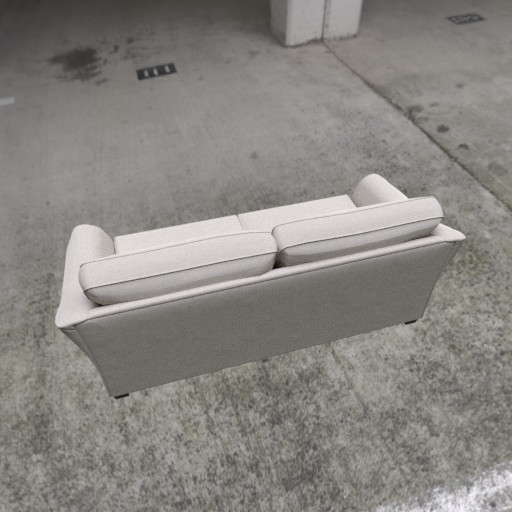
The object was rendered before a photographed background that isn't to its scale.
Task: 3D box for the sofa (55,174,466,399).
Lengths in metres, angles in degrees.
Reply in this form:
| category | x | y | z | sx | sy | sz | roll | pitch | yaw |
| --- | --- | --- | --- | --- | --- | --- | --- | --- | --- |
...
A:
| category | x | y | z | sx | sy | sz | roll | pitch | yaw |
| --- | --- | --- | --- | --- | --- | --- | --- | --- | --- |
| sofa | 0.000 | 0.000 | 2.829 | 2.270 | 0.965 | 0.980 | -12 | 45 | -12 |
